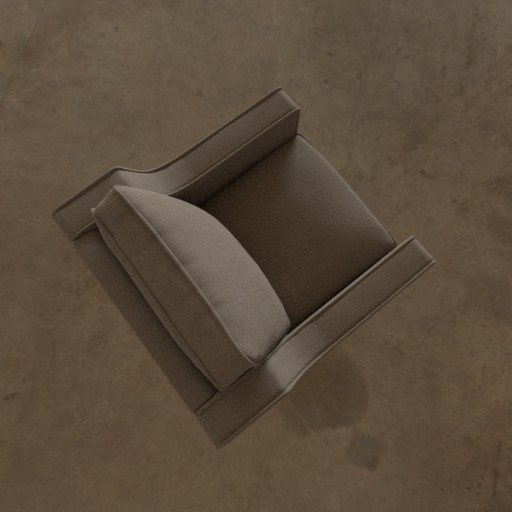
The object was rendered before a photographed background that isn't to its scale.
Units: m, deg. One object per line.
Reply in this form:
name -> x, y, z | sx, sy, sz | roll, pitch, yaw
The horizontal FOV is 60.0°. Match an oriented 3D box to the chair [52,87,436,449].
chair -> 0.000, 0.000, 1.627 | 0.909, 0.960, 0.831 | -37, 80, -8
